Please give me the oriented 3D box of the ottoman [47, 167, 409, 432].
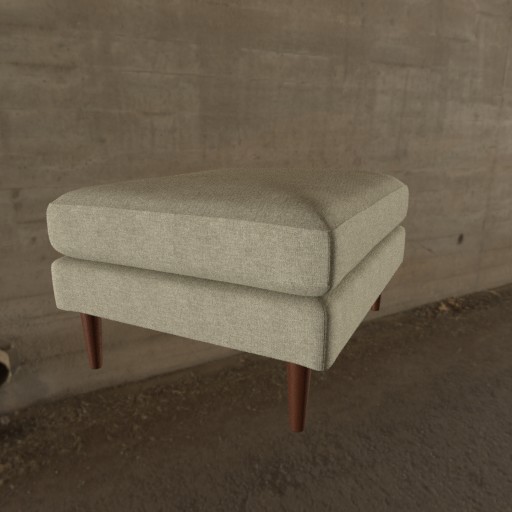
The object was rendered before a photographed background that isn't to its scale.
[{"bbox_3d":[0.000,0.000,1.251,0.693,0.474,0.821,7,17,26],"label":"ottoman"}]
